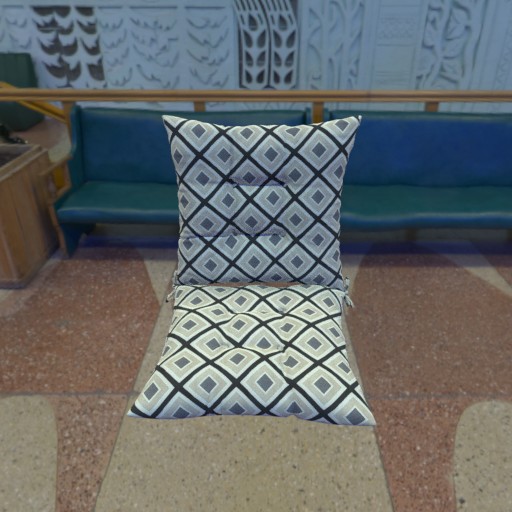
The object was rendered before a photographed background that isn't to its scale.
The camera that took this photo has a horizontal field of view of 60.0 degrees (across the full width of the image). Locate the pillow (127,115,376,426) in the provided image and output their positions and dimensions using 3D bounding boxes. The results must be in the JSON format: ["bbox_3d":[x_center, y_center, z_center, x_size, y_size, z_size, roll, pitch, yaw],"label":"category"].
[{"bbox_3d":[0.000,0.000,1.032,0.541,0.536,0.585,1,30,2],"label":"pillow"}]
